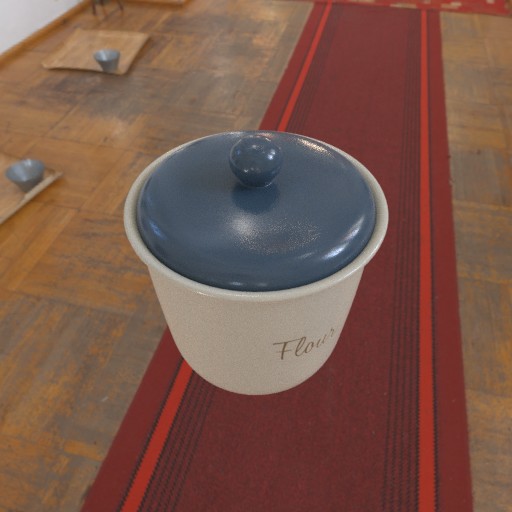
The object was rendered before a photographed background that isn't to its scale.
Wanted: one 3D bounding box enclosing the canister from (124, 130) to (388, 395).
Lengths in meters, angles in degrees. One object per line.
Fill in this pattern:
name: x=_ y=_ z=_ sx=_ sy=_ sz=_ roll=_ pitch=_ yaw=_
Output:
canister: x=0.000 y=0.000 z=0.352 sx=0.182 sy=0.208 sz=0.182 roll=0 pitch=46 yaw=0
